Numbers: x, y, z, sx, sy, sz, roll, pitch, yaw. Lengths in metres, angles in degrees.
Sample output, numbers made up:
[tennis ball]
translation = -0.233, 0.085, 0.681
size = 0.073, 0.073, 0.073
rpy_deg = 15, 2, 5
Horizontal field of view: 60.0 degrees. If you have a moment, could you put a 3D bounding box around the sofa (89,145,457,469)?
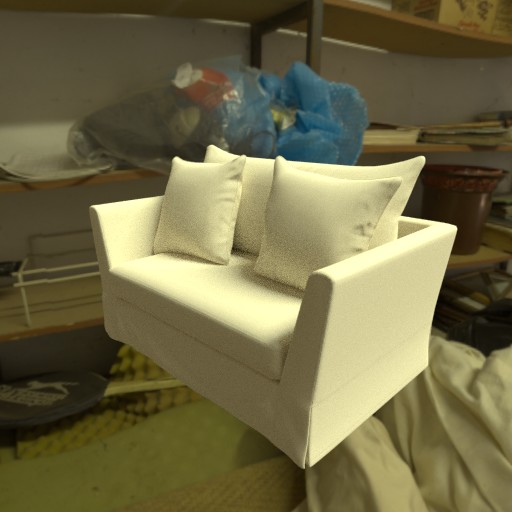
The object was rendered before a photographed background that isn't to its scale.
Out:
[sofa]
translation = 0.000, 0.000, 2.261
size = 1.608, 1.039, 1.026
rpy_deg = 16, 24, 42
